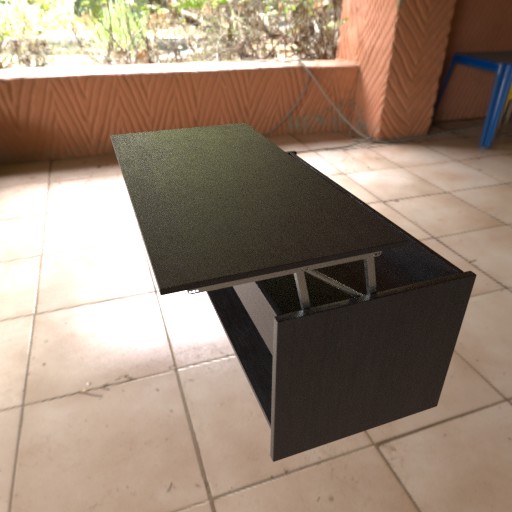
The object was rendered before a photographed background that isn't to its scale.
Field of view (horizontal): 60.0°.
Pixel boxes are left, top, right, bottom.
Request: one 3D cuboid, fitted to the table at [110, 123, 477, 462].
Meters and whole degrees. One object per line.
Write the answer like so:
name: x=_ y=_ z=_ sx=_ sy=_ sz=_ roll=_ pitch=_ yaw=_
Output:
table: x=0.000 y=0.000 z=1.391 sx=0.712 sy=0.570 sz=1.000 roll=-11 pitch=32 yaw=-17
